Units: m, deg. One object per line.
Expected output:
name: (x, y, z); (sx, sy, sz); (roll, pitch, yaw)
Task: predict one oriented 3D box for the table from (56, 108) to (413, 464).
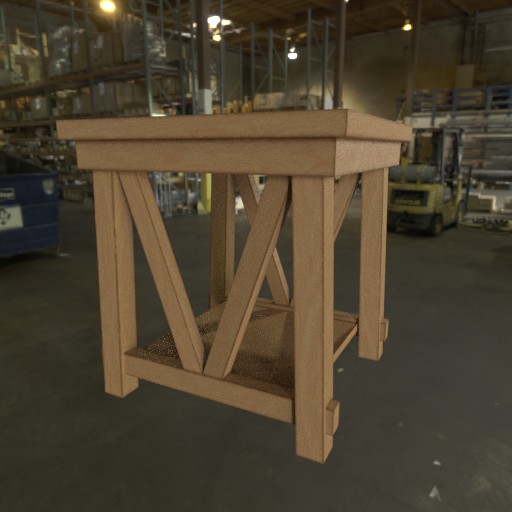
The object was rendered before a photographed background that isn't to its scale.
table: (0.000, 0.000, 1.113); (0.612, 0.638, 0.610); (7, 15, 26)
